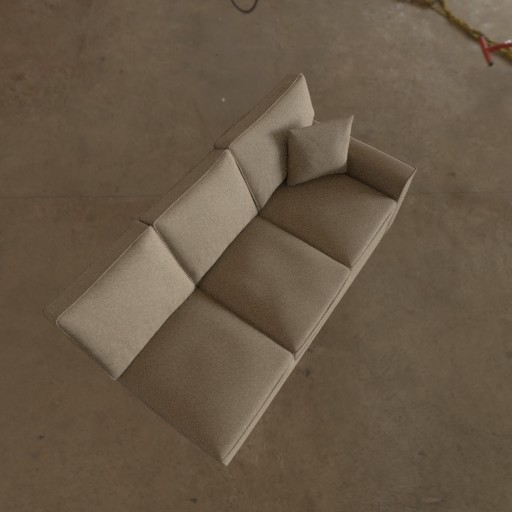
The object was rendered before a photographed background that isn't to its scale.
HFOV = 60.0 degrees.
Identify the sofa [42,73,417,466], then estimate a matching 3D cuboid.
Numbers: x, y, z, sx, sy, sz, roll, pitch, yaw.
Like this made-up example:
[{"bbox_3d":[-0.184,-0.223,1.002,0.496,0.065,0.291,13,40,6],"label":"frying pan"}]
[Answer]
[{"bbox_3d":[0.000,0.000,2.527,1.034,0.946,1.963,32,64,17],"label":"sofa"}]
